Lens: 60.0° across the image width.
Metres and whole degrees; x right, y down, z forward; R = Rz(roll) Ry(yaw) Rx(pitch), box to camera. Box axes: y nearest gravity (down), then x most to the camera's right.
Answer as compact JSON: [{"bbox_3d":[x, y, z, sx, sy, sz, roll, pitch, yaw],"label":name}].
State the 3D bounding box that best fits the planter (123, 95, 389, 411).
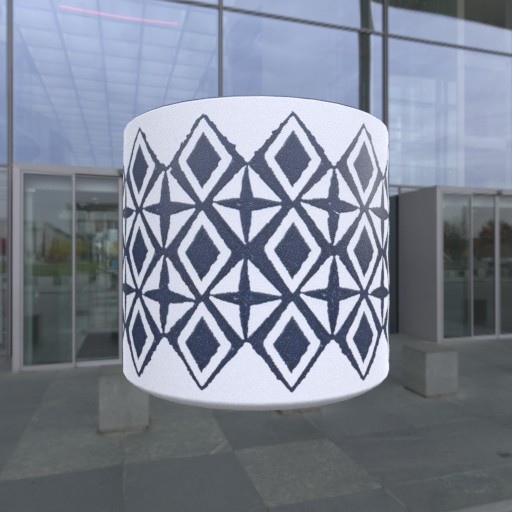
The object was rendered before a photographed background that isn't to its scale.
[{"bbox_3d":[0.000,0.000,0.389,0.224,0.203,0.224,0,0,0],"label":"planter"}]
